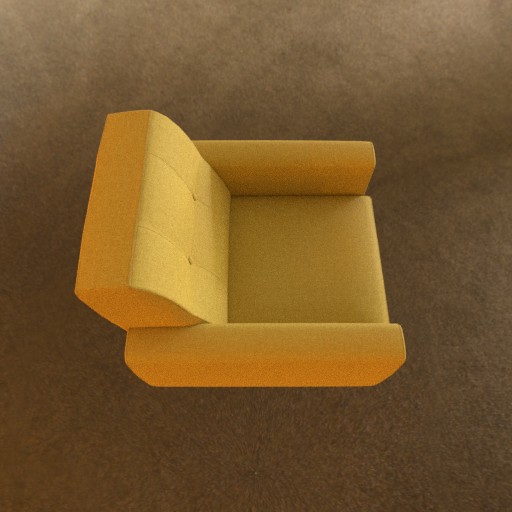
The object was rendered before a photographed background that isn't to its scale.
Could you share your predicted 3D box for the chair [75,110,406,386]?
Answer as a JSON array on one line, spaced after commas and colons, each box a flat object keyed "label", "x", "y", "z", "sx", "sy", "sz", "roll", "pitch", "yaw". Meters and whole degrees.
[{"label": "chair", "x": 0.000, "y": 0.000, "z": 1.563, "sx": 0.909, "sy": 0.841, "sz": 0.831, "roll": 0, "pitch": 64, "yaw": 0}]
